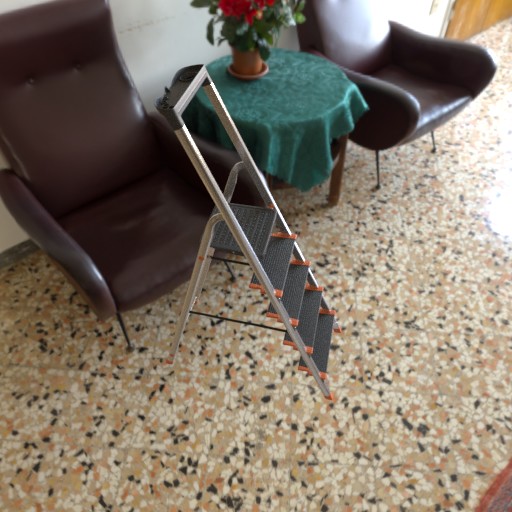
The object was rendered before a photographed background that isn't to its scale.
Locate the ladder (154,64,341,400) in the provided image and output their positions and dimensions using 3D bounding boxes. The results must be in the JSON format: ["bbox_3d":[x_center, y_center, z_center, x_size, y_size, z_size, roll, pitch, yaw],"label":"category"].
[{"bbox_3d":[0.000,0.000,2.114,0.995,1.646,0.480,10,48,9],"label":"ladder"}]
